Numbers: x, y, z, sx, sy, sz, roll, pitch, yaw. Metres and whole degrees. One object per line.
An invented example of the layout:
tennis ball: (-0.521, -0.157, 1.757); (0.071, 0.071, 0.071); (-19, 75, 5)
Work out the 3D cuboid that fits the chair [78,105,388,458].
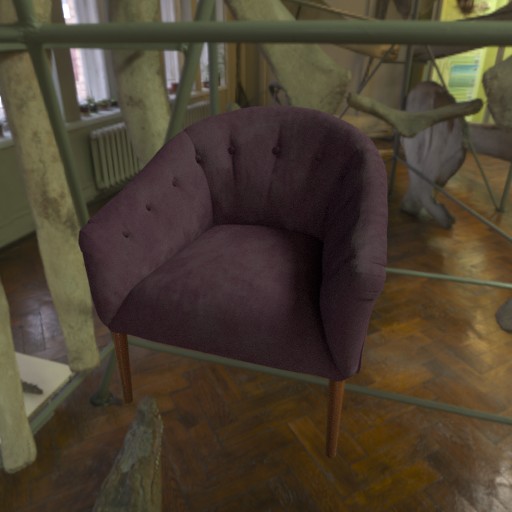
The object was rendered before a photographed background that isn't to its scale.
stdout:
chair: (0.000, 0.000, 1.501); (0.851, 0.885, 0.776); (8, 28, 16)
